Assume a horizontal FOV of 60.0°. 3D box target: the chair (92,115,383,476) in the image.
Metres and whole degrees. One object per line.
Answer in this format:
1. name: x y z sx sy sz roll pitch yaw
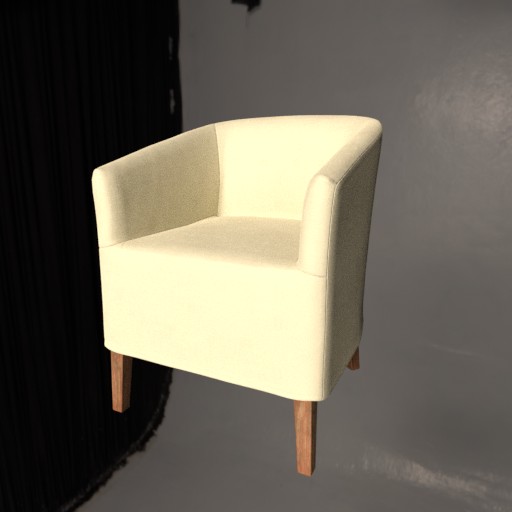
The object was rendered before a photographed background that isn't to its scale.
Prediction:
1. chair: 0.000 0.000 1.300 0.643 0.822 0.657 7 15 26
